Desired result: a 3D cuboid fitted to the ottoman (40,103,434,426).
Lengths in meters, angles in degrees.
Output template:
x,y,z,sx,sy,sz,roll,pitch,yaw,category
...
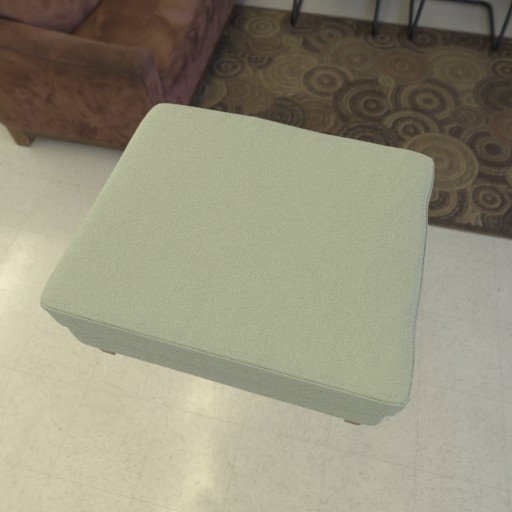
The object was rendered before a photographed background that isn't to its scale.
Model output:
x,y,z,sx,sy,sz,roll,pitch,yaw,category
0.000,0.000,1.464,0.991,0.494,0.842,14,60,8,ottoman
